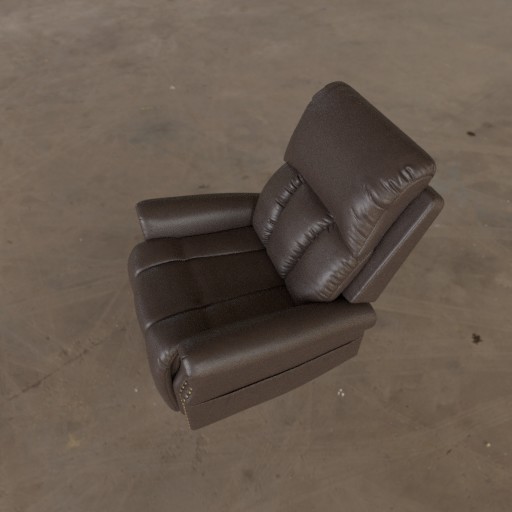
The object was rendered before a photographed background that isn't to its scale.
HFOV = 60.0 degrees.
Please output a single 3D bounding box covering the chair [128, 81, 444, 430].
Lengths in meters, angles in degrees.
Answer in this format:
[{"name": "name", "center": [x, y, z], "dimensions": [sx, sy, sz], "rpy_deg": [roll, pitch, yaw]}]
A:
[{"name": "chair", "center": [0.000, 0.000, 1.703], "dimensions": [0.978, 1.028, 0.869], "rpy_deg": [-16, 49, -14]}]
